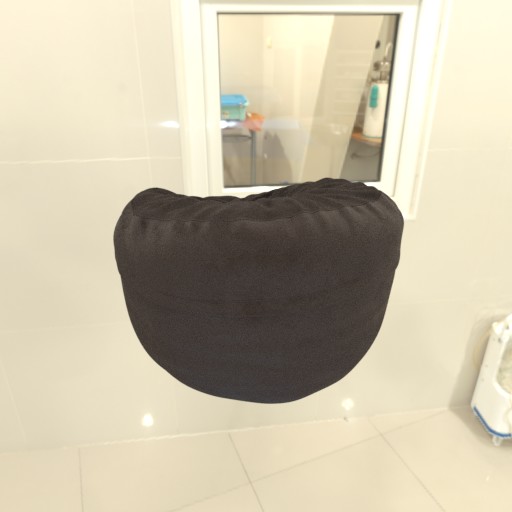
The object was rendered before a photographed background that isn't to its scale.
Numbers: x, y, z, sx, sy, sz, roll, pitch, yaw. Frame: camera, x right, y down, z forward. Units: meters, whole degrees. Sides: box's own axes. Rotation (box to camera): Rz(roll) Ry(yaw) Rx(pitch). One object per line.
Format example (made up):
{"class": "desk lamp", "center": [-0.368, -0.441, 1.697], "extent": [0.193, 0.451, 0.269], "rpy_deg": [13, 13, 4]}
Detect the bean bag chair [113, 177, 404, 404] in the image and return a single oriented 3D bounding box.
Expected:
{"class": "bean bag chair", "center": [0.000, 0.000, 2.055], "extent": [1.245, 0.821, 1.245], "rpy_deg": [0, 26, 0]}
